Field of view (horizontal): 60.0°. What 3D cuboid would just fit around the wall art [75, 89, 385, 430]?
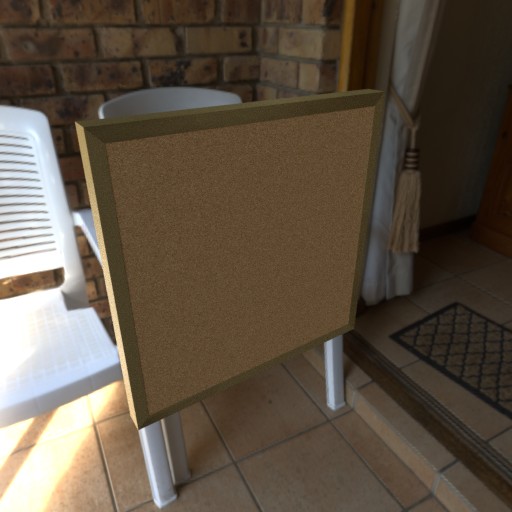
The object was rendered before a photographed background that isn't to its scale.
[{"bbox_3d":[0.000,0.000,0.773,0.507,0.508,0.038,-17,33,-29],"label":"wall art"}]
